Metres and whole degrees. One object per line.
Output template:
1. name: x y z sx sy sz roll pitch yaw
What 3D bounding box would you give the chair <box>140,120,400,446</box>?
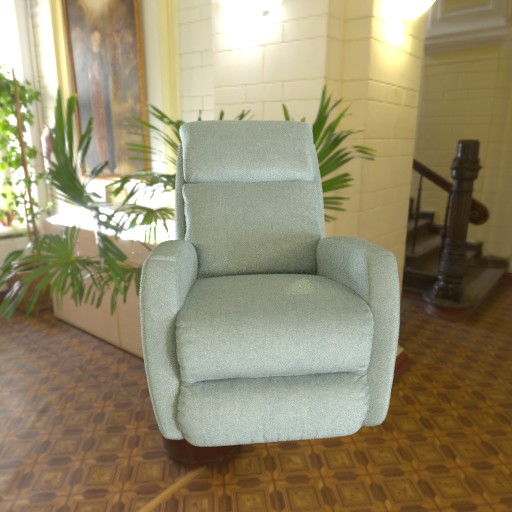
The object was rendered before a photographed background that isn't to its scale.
1. chair: 0.000 0.000 1.679 0.812 1.013 0.940 -2 15 -6
